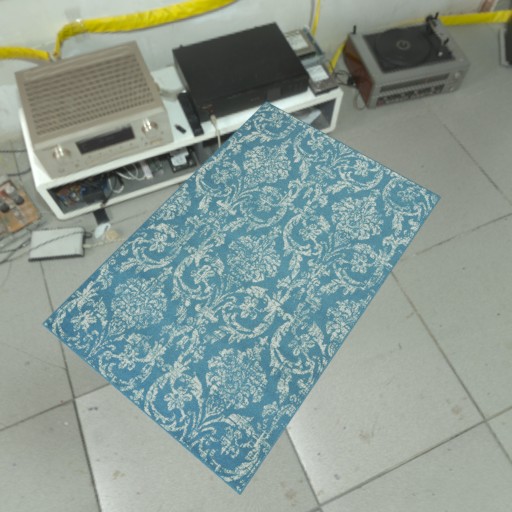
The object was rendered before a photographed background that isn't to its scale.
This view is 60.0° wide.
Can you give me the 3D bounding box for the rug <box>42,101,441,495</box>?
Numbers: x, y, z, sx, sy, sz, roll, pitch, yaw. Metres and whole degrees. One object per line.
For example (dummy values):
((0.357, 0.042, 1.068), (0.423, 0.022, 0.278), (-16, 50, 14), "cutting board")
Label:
((0.000, 0.000, 3.457), (1.816, 0.018, 2.746), (34, 68, 16), "rug")
